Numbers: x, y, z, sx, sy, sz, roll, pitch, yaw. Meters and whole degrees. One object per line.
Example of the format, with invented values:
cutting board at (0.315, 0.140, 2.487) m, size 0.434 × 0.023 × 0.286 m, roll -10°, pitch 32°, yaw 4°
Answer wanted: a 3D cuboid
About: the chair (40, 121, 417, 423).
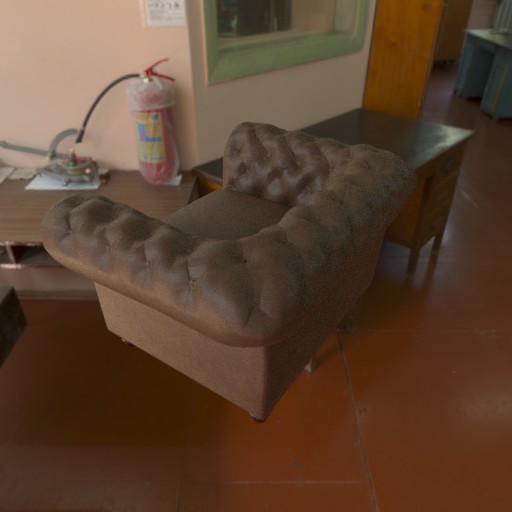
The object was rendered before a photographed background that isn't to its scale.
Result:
chair at (0.000, 0.000, 1.878) m, size 0.954 × 0.784 × 1.298 m, roll 21°, pitch 39°, yaw 28°
